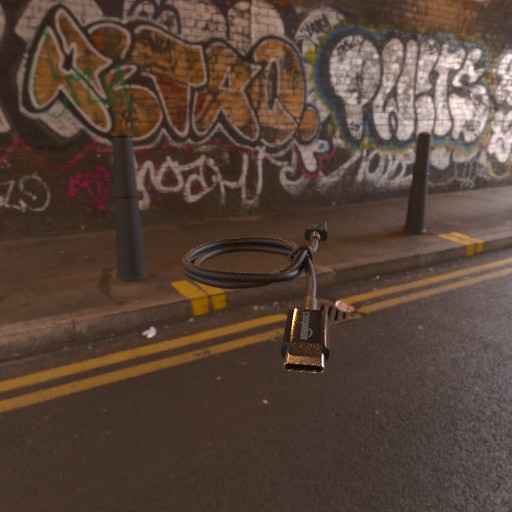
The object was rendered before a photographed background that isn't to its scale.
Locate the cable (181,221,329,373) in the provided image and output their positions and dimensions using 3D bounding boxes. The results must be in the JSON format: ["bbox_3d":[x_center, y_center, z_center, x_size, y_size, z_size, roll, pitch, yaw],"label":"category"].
[{"bbox_3d":[0.000,0.000,0.215,0.070,0.014,0.192,2,16,8],"label":"cable"}]
